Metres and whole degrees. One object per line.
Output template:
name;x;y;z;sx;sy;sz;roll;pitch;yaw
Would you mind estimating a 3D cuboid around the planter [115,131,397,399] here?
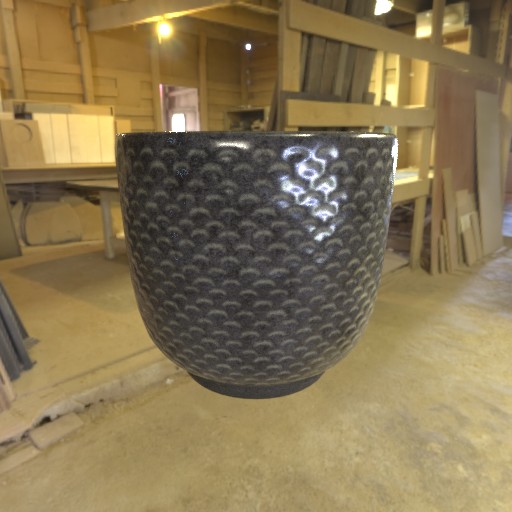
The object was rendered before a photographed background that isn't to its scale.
planter;0.000;0.000;0.243;0.140;0.129;0.140;0;15;0
